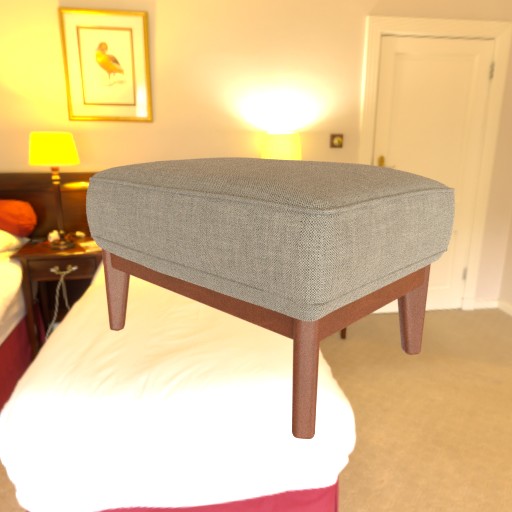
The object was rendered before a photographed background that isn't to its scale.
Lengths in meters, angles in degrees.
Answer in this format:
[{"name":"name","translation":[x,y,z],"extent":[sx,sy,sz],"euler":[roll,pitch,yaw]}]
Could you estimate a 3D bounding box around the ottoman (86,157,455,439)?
[{"name":"ottoman","translation":[0.000,0.000,1.088],"extent":[0.750,0.458,0.555],"euler":[14,21,42]}]
